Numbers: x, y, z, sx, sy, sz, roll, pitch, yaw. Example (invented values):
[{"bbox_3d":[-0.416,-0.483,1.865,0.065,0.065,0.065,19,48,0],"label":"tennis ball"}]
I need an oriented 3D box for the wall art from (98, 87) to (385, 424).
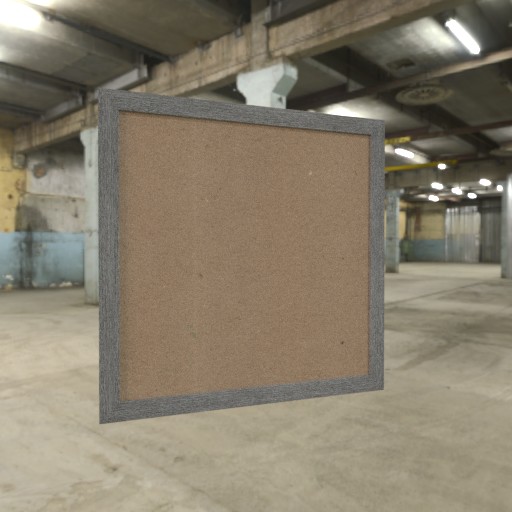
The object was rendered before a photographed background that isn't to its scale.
[{"bbox_3d":[0.000,0.000,1.023,0.685,0.685,0.020,0,1,-19],"label":"wall art"}]
